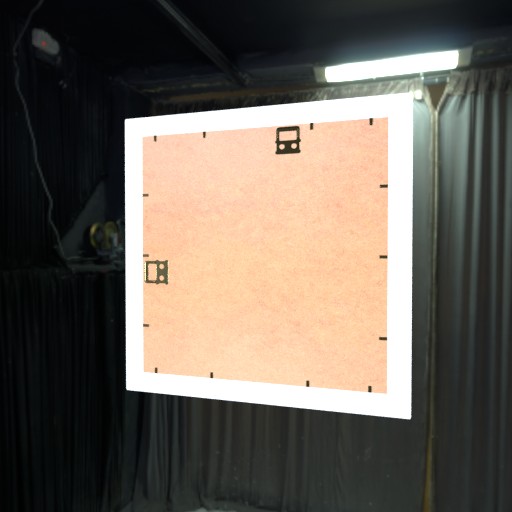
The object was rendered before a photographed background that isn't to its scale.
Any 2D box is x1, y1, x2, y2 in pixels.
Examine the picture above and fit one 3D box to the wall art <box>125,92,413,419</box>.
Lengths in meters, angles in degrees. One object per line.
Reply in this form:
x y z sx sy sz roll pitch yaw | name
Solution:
0.000 0.000 0.880 0.584 0.584 0.013 0 1 17 | wall art
